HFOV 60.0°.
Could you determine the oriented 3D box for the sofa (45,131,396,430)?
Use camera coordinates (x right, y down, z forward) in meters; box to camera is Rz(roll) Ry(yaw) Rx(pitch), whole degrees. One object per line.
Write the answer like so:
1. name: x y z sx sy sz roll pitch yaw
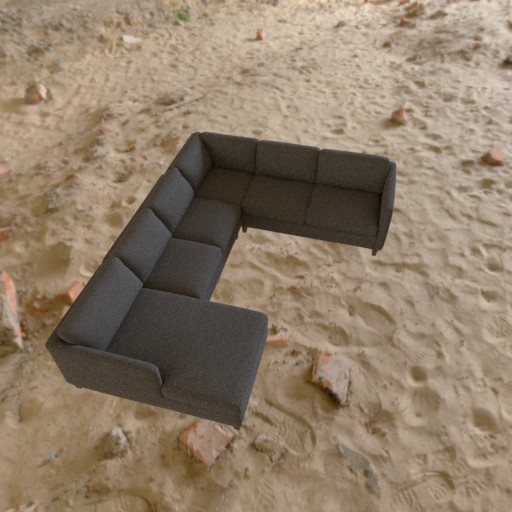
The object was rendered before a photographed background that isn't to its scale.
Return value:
1. sofa: 0.000 0.000 4.425 2.551 0.853 3.238 11 47 10
